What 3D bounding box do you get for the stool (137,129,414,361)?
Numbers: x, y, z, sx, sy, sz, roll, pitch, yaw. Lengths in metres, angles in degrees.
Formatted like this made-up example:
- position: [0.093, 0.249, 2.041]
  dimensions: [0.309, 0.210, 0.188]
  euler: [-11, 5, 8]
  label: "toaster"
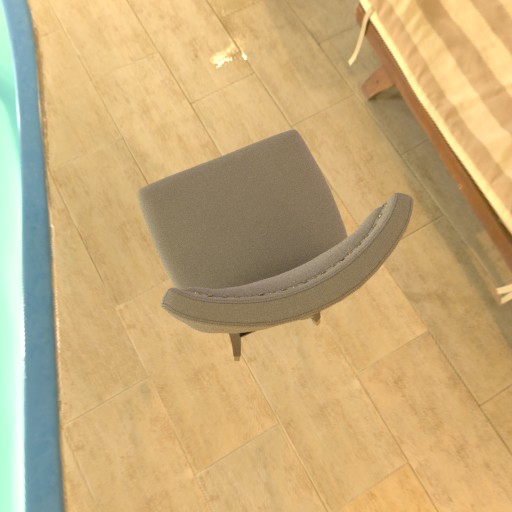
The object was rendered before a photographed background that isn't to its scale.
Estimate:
- position: [0.000, 0.000, 1.360]
  dimensions: [0.526, 1.092, 0.563]
  euler: [-23, 75, -7]
  label: "stool"
